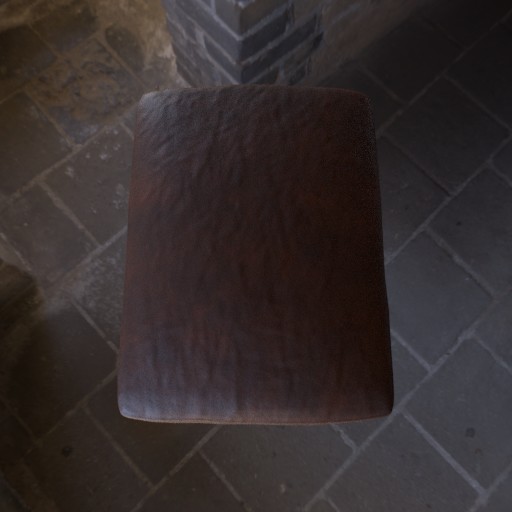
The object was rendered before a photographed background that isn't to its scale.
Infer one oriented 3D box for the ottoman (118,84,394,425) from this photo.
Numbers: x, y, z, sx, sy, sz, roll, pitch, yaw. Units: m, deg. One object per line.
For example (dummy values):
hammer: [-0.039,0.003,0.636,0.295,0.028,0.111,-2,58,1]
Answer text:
ottoman: [0.000,0.000,1.283,0.659,0.527,0.887,0,76,0]
